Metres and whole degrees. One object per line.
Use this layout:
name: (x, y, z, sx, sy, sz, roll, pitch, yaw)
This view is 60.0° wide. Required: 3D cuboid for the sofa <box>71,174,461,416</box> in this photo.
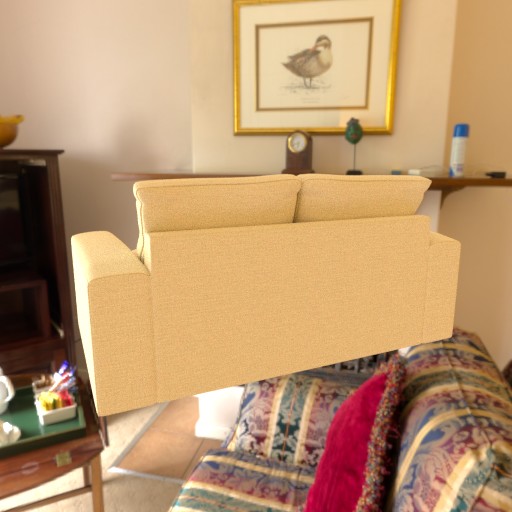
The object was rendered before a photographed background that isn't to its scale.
sofa: (0.000, 0.000, 2.340, 1.754, 0.875, 1.091, -6, 13, -24)
